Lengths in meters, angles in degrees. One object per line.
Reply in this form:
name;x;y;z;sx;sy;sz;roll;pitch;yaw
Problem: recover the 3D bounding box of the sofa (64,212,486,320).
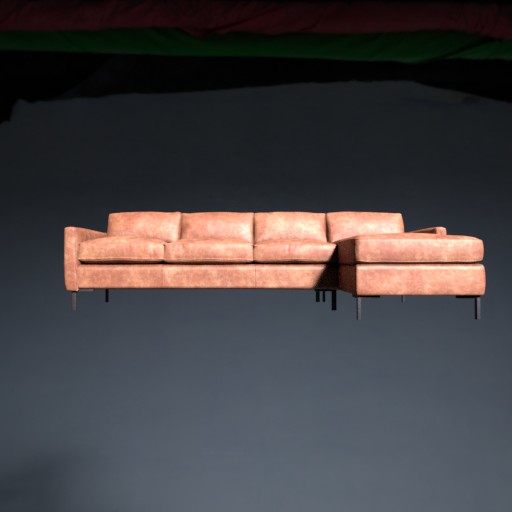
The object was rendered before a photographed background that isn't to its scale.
sofa;0.000;0.000;3.574;2.993;0.859;1.471;0;-1;-1
